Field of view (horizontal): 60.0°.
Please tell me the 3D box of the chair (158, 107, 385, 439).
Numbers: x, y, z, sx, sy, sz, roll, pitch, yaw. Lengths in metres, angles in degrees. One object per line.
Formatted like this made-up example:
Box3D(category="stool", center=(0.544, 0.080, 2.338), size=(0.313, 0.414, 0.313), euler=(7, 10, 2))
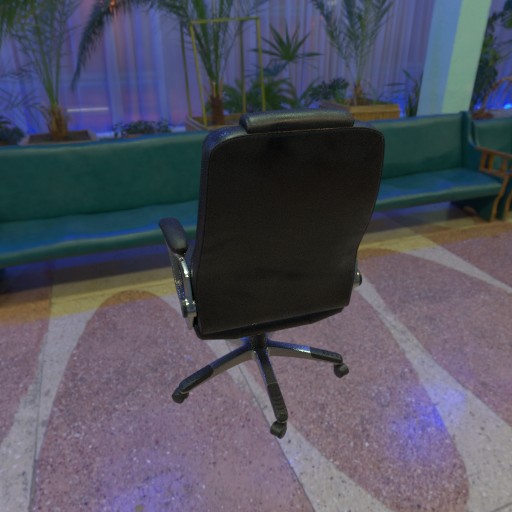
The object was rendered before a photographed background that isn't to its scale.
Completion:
Box3D(category="chair", center=(0.000, 0.000, 1.560), size=(0.697, 1.075, 0.689), euler=(-9, 28, -16))
